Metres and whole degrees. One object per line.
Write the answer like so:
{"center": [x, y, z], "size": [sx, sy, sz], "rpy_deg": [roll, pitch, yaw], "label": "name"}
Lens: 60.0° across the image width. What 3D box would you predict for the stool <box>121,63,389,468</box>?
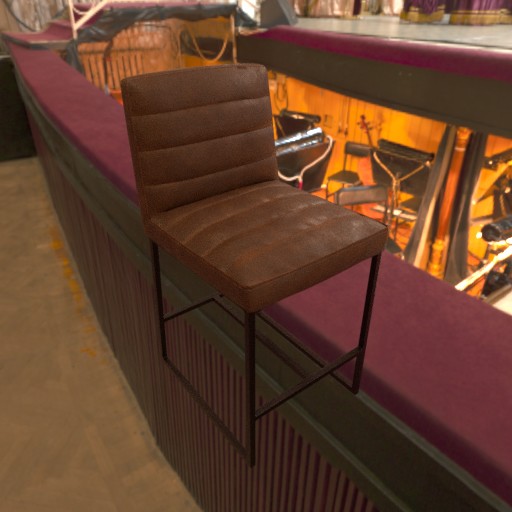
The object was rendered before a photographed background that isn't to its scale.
{"center": [0.000, 0.000, 1.257], "size": [0.463, 0.942, 0.562], "rpy_deg": [-21, 37, -32], "label": "stool"}
